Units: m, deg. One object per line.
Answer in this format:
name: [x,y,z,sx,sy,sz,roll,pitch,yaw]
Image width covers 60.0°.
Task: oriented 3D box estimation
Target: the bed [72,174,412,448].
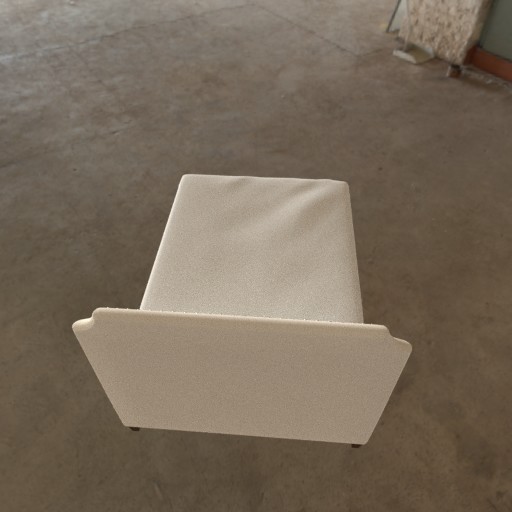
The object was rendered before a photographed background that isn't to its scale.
bed: [0.000,0.000,3.420,1.712,1.443,2.365,3,46,3]
